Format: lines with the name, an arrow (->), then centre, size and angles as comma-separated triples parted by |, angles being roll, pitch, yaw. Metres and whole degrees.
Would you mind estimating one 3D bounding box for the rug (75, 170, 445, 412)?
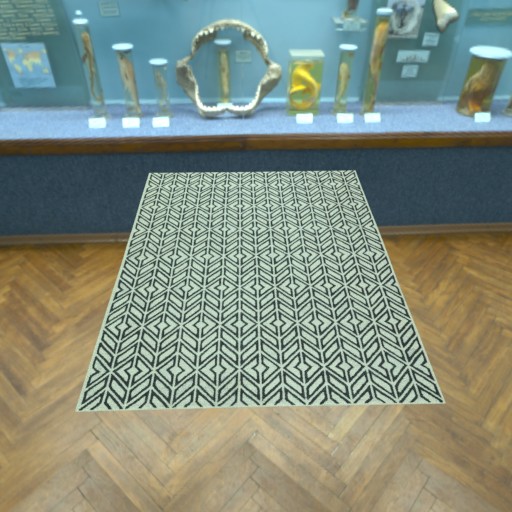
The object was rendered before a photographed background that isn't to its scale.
rug -> 0.000, 0.000, 4.048 | 2.421, 0.008, 3.045 | -1, 41, -1
